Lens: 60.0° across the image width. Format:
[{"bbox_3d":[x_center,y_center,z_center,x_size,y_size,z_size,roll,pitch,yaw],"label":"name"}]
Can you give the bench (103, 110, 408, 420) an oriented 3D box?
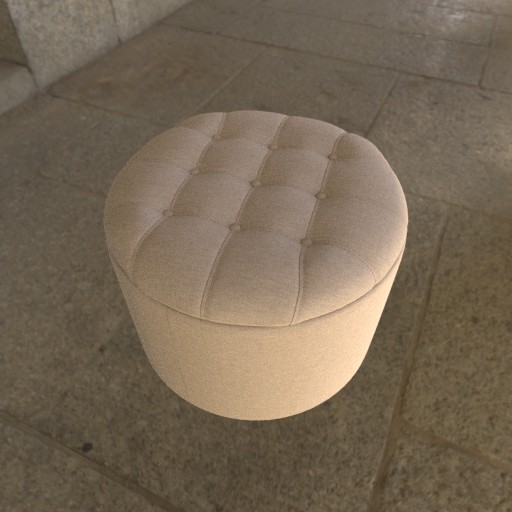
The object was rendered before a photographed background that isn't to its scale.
[{"bbox_3d":[0.000,0.000,1.011,0.600,0.454,0.600,0,48,0],"label":"bench"}]
